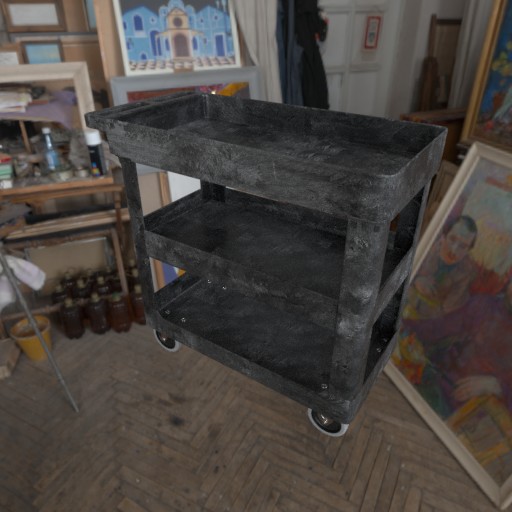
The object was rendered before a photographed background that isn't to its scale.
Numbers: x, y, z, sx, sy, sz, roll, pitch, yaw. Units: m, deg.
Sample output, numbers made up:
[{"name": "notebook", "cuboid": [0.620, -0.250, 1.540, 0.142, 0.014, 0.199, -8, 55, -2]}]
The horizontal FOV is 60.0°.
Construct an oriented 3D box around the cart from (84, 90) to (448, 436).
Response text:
[{"name": "cart", "cuboid": [0.000, 0.000, 1.362, 0.877, 0.824, 0.420, 19, 36, 29]}]
